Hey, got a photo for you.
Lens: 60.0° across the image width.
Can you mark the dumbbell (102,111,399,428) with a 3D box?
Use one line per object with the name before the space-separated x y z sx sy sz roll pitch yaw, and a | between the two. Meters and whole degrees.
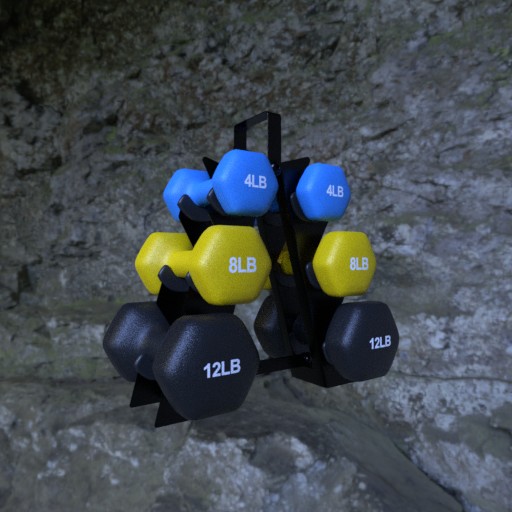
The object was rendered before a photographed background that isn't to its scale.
dumbbell | 0.000 0.000 0.690 0.409 0.426 0.255 0 0 -35
